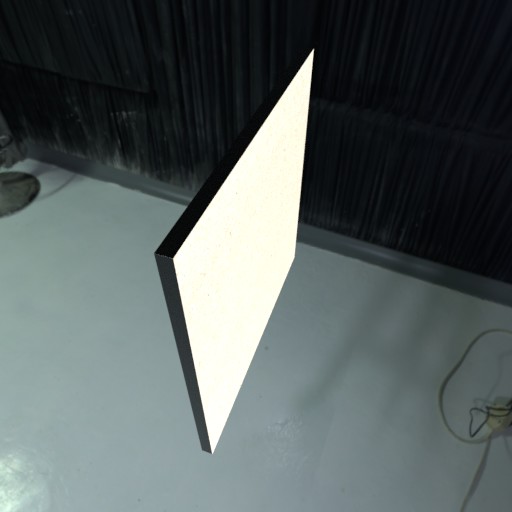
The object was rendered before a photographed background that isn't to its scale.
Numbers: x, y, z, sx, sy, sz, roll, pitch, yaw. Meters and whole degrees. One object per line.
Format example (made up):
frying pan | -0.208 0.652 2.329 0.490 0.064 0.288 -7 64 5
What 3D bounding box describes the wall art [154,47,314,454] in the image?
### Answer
wall art | 0.000 0.000 1.163 0.031 0.775 0.773 15 49 14
